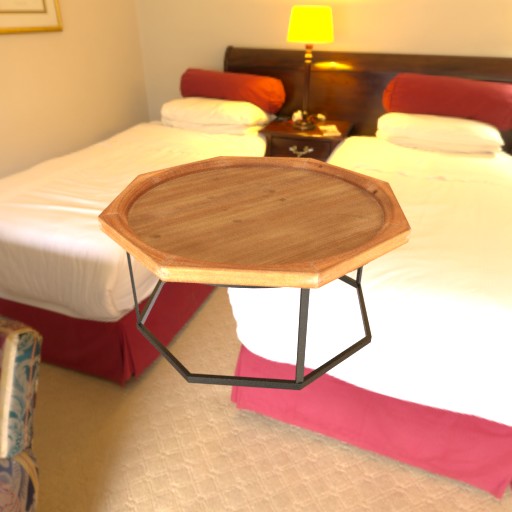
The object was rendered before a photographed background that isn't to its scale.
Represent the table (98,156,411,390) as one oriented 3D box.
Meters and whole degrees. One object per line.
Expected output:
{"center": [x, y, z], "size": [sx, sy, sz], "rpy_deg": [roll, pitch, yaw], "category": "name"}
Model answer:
{"center": [0.000, 0.000, 1.575], "size": [1.002, 0.444, 1.002], "rpy_deg": [0, 29, 0], "category": "table"}
